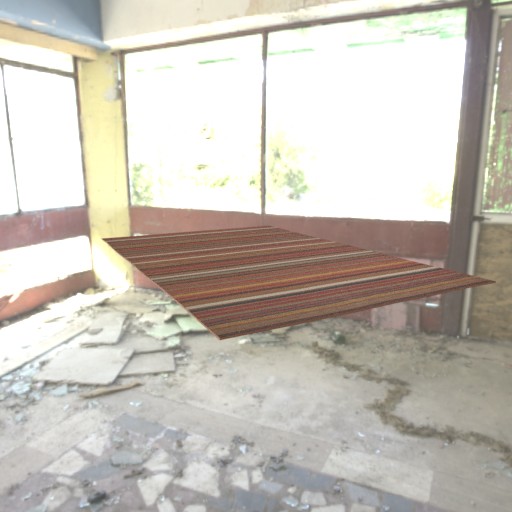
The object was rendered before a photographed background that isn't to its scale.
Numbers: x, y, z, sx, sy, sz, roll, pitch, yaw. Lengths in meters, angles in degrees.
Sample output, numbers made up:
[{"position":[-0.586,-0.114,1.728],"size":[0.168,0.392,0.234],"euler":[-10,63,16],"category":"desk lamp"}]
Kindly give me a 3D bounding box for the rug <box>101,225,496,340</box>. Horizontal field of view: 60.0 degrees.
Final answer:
[{"position":[0.000,0.000,2.277],"size":[1.217,0.007,1.828],"euler":[-6,14,-28],"category":"rug"}]
